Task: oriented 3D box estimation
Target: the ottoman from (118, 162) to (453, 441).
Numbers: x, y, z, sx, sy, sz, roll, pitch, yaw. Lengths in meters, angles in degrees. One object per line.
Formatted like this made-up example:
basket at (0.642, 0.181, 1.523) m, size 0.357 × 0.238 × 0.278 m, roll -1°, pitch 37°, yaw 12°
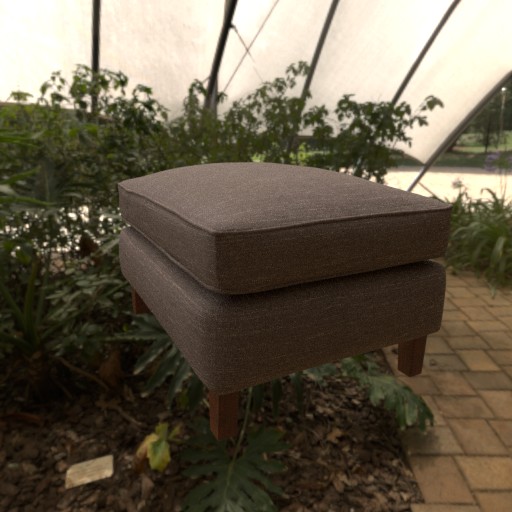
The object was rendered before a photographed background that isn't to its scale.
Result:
ottoman at (0.000, 0.000, 0.998) m, size 0.508 × 0.406 × 0.686 m, roll -8°, pitch 17°, yaw -26°
